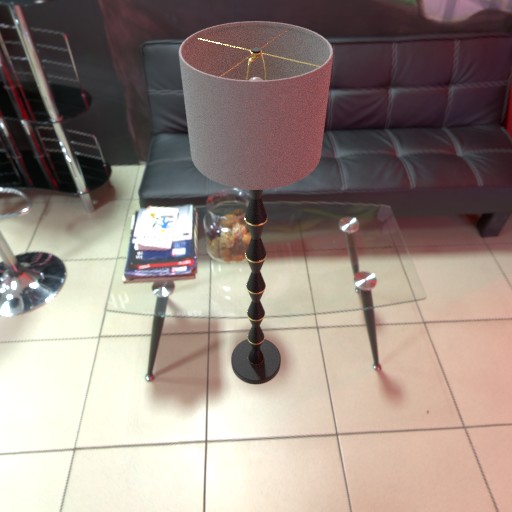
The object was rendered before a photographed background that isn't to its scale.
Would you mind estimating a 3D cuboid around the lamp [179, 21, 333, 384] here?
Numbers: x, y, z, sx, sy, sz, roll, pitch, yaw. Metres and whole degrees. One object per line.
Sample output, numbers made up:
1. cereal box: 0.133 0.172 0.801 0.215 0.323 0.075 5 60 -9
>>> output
1. lamp: 0.000 0.000 1.628 0.381 1.480 0.381 22 50 20
